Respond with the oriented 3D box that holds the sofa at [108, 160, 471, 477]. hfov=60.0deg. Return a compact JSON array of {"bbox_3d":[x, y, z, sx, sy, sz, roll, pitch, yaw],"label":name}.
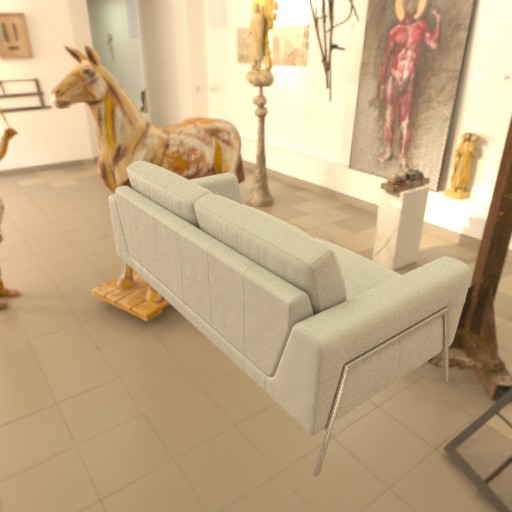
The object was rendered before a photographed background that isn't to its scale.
[{"bbox_3d":[0.000,0.000,2.523,0.953,0.875,2.017,-18,31,-33],"label":"sofa"}]
